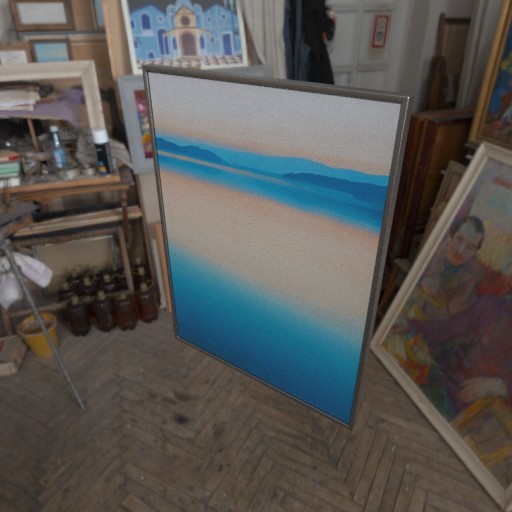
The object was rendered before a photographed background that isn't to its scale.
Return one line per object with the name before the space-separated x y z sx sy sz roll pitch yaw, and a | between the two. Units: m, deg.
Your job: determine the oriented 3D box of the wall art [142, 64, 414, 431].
wall art | 0.000 0.000 1.402 0.801 1.062 0.037 20 36 29
